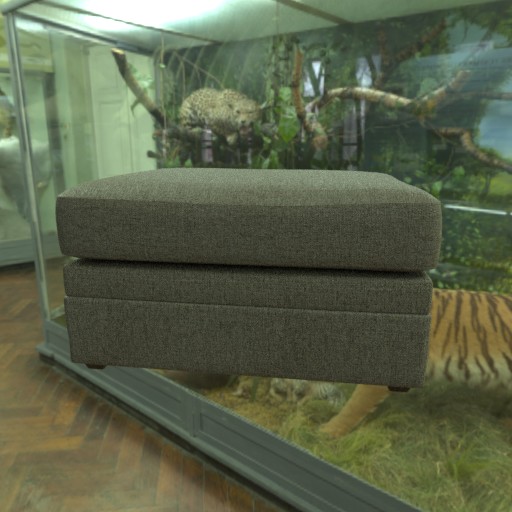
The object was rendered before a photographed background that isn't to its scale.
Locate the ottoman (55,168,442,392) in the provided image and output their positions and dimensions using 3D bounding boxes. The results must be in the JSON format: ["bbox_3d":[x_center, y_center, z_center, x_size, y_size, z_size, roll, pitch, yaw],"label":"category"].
[{"bbox_3d":[0.000,0.000,1.274,0.885,0.478,0.637,2,15,8],"label":"ottoman"}]
